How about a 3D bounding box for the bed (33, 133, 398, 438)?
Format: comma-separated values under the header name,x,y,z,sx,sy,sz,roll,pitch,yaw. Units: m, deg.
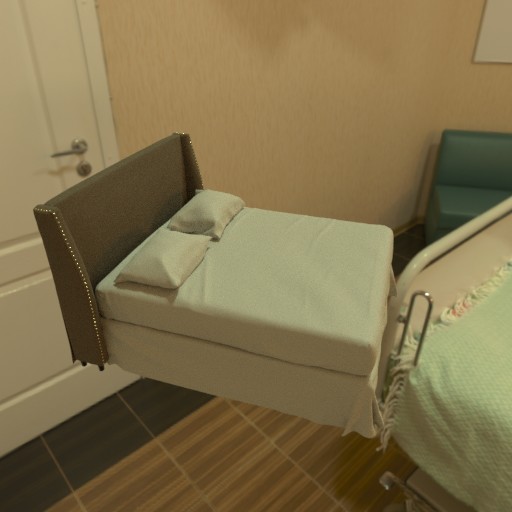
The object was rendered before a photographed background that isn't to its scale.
name,x,y,z,sx,sy,sz,roll,pitch,yaw
bed,0.000,0.000,3.489,2.276,1.332,1.925,10,31,16
